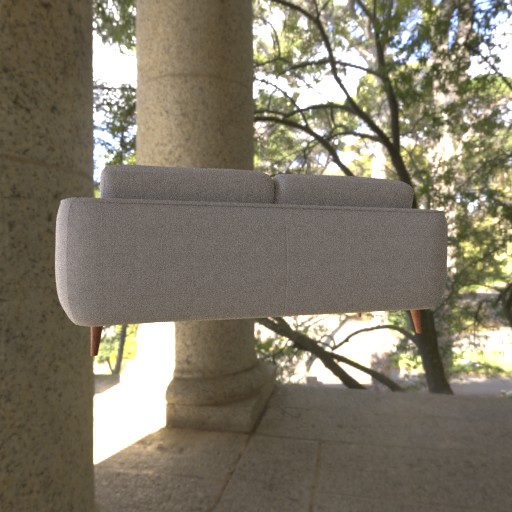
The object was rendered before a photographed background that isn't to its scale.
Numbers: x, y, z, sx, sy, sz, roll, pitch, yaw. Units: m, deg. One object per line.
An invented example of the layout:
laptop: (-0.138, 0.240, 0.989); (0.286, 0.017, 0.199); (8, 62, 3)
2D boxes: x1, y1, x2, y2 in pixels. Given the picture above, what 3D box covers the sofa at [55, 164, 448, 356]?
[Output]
sofa: (0.000, 0.000, 2.475); (2.000, 0.850, 0.920); (0, 1, -18)
